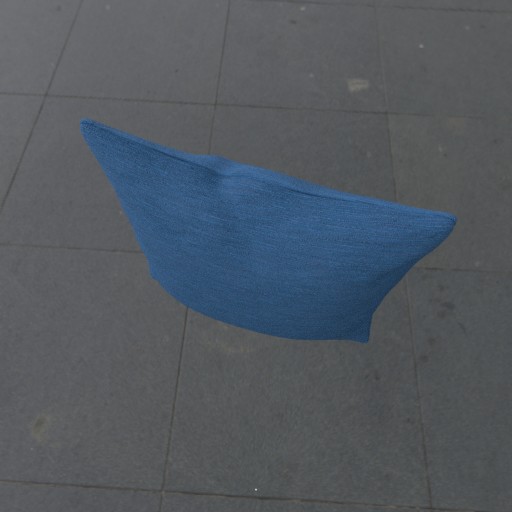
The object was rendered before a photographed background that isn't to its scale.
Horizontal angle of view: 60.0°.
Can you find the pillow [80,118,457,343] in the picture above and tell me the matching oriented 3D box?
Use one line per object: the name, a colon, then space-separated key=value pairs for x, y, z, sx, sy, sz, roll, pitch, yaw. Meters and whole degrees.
pillow: x=0.000 y=0.000 z=0.666 sx=0.437 sy=0.420 sz=0.177 roll=16 pitch=63 yaw=8
